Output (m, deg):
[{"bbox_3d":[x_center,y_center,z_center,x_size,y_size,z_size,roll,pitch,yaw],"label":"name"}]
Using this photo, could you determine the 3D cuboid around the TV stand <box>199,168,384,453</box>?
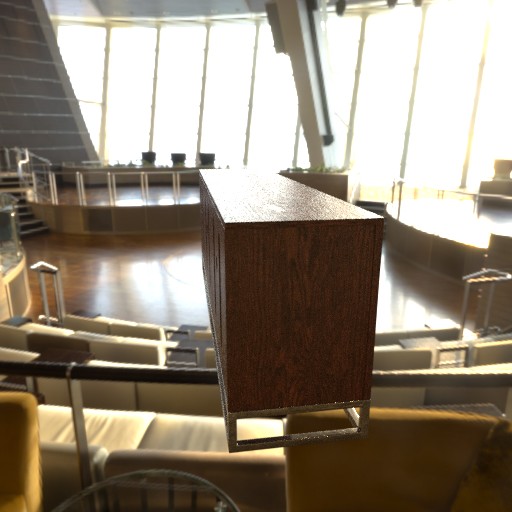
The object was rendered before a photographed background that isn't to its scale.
[{"bbox_3d":[0.000,0.000,1.779,0.382,0.578,1.541,-2,15,-9],"label":"TV stand"}]
